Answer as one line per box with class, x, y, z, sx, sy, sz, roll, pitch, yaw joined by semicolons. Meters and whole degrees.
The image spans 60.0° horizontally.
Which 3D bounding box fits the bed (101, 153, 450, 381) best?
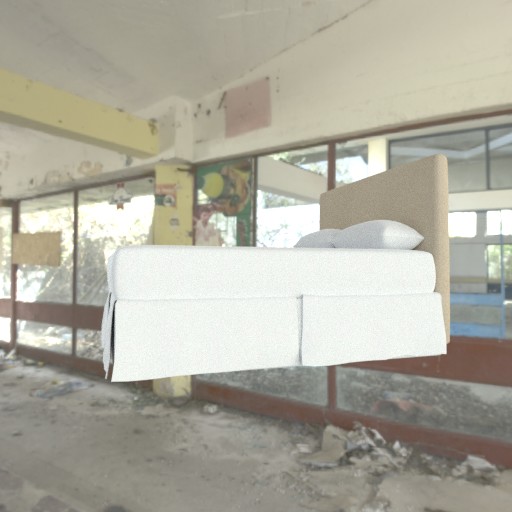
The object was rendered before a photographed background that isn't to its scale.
bed;0.000;0.000;3.272;2.142;1.330;1.723;1;-2;-19
